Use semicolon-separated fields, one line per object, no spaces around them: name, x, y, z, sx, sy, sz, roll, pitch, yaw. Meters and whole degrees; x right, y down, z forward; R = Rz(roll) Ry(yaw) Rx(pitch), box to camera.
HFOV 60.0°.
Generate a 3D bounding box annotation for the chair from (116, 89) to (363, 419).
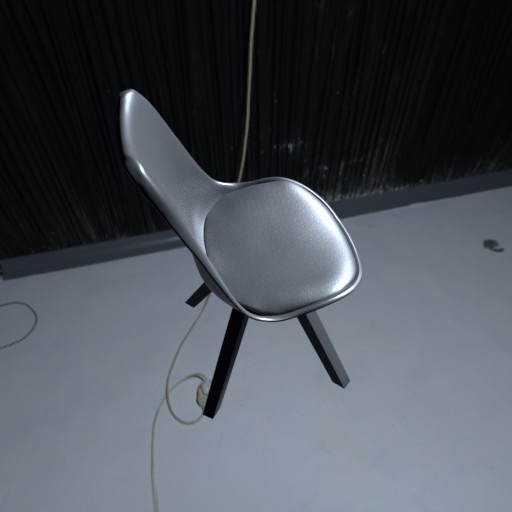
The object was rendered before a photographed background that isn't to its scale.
chair;0.000;0.000;1.160;0.530;0.850;0.485;-10;49;-9
